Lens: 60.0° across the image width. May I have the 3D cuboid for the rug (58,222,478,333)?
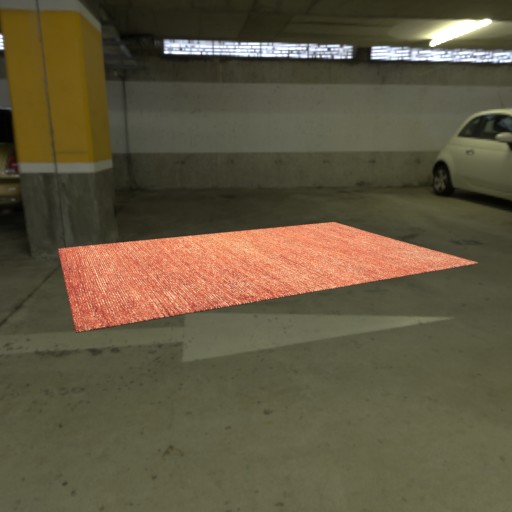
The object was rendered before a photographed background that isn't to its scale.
[{"bbox_3d":[0.000,0.000,2.185,1.747,0.011,1.139,-7,16,-25],"label":"rug"}]
